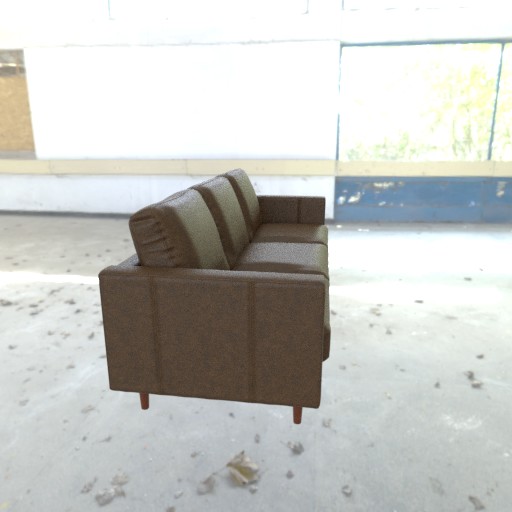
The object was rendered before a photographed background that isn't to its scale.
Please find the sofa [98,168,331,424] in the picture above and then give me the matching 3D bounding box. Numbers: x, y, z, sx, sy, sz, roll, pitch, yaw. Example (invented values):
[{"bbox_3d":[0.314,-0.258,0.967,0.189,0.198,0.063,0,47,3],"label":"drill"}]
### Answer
[{"bbox_3d":[0.000,0.000,2.763,0.903,0.930,2.231,2,16,8],"label":"sofa"}]
